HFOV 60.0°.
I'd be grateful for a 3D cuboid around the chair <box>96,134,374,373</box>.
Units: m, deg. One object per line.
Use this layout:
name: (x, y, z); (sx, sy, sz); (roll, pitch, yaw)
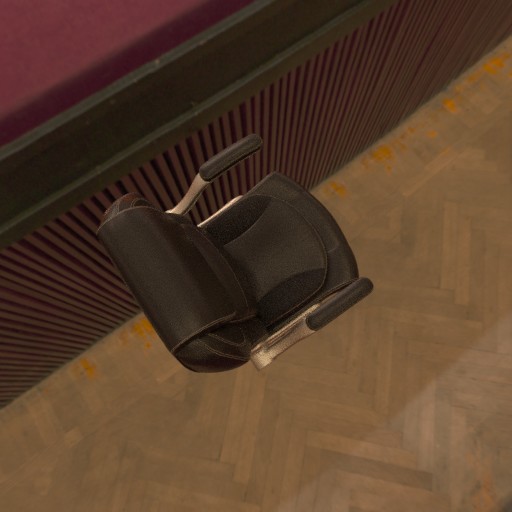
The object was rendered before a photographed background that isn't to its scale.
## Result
chair: (0.000, 0.000, 1.696); (0.801, 1.141, 0.724); (-34, 78, -8)
